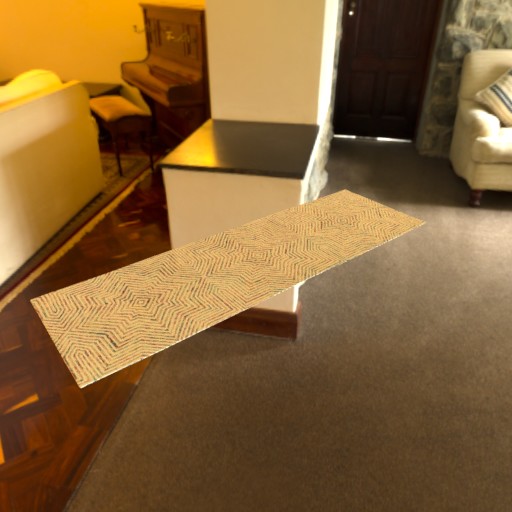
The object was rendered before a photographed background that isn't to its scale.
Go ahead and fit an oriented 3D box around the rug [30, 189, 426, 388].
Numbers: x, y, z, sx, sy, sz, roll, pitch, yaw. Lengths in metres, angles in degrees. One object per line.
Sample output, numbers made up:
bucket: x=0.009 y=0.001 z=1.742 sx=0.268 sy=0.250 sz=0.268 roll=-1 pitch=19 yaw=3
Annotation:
rug: x=0.000 y=0.000 z=2.731 sx=2.443 sy=0.009 sz=0.771 roll=-22 pitch=38 yaw=-32
